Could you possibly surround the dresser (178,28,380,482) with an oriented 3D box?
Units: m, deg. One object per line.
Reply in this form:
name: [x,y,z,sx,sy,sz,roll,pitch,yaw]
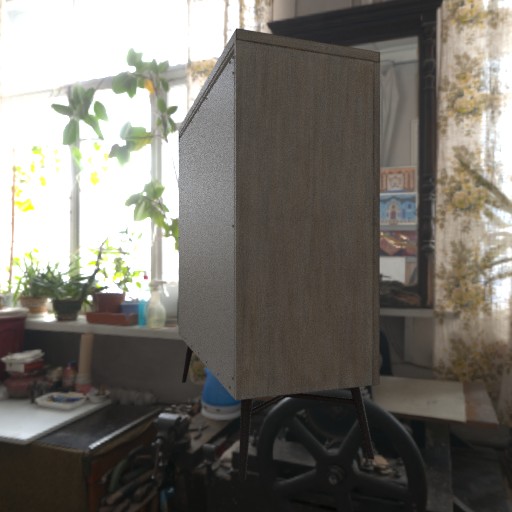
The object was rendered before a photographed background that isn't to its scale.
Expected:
dresser: [0.000,0.000,1.735,0.457,1.219,1.016,0,0,-19]
